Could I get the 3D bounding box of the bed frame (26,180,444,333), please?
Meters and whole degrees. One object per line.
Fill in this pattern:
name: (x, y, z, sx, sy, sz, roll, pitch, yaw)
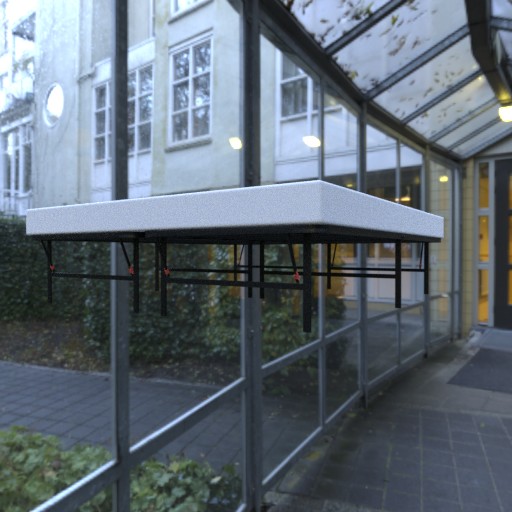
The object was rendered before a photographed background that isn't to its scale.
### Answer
bed frame: (0.000, 0.000, 2.938, 1.930, 0.559, 2.032, 0, 1, 34)
